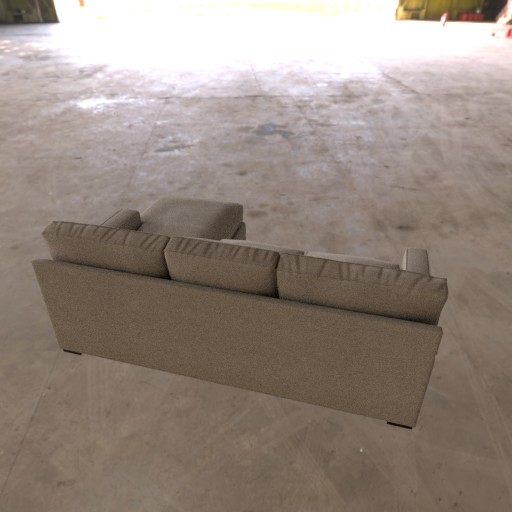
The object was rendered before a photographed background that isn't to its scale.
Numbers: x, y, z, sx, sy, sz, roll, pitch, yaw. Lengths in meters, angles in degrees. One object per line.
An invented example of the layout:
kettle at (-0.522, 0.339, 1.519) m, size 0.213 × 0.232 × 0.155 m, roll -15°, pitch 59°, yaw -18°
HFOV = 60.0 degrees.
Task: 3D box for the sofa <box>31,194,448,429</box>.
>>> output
sofa at (0.000, 0.000, 2.855) m, size 2.087 × 0.861 × 1.496 m, roll 9°, pitch 33°, yaw 13°
